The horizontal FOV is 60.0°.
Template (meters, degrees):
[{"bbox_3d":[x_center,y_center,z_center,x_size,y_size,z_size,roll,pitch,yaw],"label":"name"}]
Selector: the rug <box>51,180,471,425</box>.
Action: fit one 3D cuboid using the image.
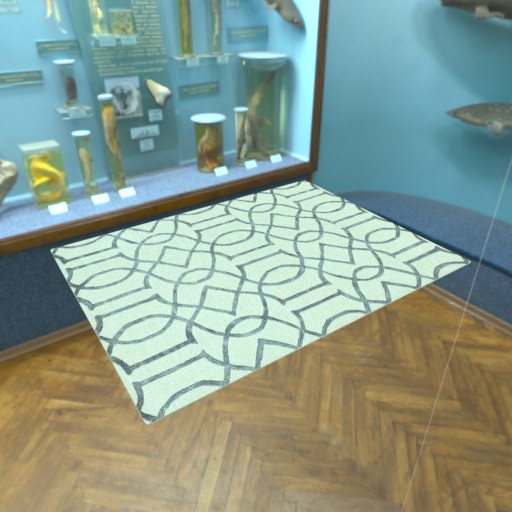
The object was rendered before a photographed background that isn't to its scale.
[{"bbox_3d":[0.000,0.000,3.838,2.910,0.021,2.211,-20,37,-29],"label":"rug"}]
